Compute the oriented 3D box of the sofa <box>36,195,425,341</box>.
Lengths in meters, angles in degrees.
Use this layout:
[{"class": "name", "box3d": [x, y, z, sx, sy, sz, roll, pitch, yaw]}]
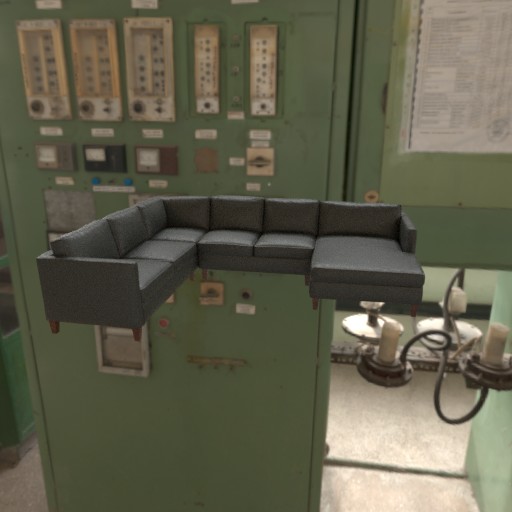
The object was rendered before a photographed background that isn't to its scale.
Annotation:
[{"class": "sofa", "box3d": [0.000, 0.000, 4.812, 3.460, 0.923, 2.593, 3, 18, 10]}]
